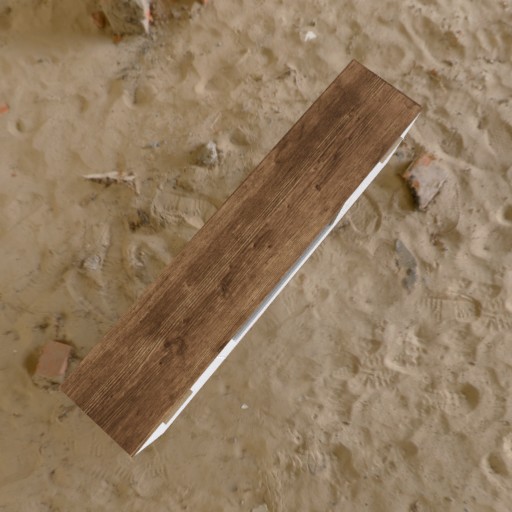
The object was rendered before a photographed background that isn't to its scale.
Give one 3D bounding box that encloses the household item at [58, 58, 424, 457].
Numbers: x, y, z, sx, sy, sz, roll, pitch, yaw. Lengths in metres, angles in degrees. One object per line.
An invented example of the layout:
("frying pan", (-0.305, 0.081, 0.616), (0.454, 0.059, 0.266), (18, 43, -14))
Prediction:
("household item", (0.000, 0.000, 2.053), (0.390, 0.615, 1.800), (39, 80, 8))
